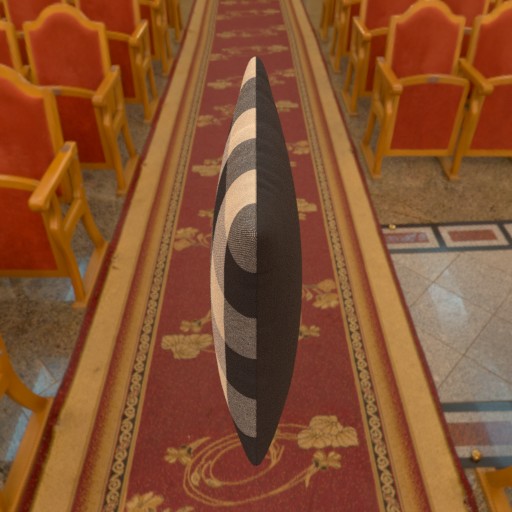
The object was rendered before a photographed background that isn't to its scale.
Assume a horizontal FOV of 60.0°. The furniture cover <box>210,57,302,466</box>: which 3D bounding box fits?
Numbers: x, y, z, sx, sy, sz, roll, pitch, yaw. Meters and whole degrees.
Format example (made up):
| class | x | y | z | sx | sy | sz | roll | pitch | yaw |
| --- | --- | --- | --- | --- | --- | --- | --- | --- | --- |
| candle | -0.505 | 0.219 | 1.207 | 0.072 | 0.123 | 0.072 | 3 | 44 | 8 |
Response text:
| class | x | y | z | sx | sy | sz | roll | pitch | yaw |
| --- | --- | --- | --- | --- | --- | --- | --- | --- | --- |
| furniture cover | 0.000 | 0.000 | 0.773 | 0.161 | 0.509 | 0.511 | 0 | 42 | 0 |
